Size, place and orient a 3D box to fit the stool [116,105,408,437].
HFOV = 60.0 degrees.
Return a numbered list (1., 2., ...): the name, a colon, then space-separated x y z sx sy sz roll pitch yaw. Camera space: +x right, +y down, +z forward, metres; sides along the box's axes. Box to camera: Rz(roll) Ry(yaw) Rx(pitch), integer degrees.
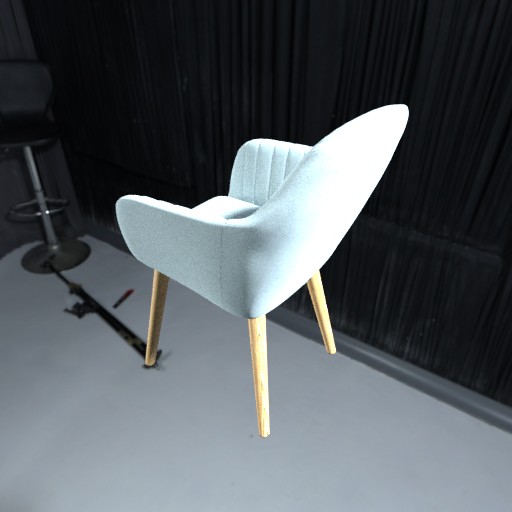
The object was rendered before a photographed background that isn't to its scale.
1. stool: 0.000 0.000 1.184 0.590 0.830 0.503 22 39 30
